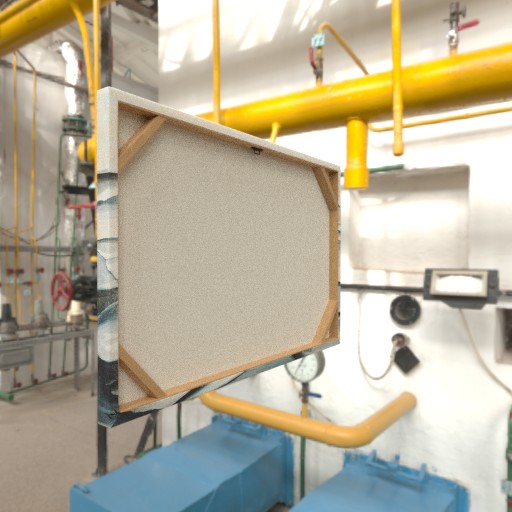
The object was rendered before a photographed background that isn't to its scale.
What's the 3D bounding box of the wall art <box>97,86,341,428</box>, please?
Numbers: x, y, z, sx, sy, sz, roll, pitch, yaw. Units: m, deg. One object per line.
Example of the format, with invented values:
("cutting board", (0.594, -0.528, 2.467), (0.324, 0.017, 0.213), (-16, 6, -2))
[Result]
("wall art", (0.000, 0.000, 1.162), (0.039, 0.609, 0.914), (0, 1, 37))
